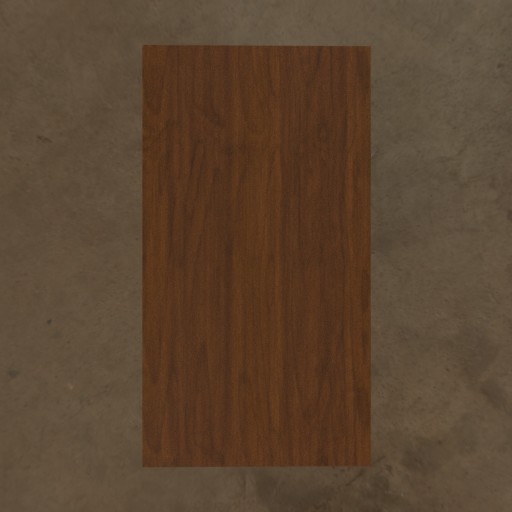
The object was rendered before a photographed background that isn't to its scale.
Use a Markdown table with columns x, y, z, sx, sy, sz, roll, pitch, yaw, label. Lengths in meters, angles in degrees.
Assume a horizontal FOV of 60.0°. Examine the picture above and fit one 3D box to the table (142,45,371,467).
| x | y | z | sx | sy | sz | roll | pitch | yaw | label |
| --- | --- | --- | --- | --- | --- | --- | --- | --- | --- |
| 0.000 | 0.000 | 1.318 | 0.574 | 0.414 | 1.057 | 0 | 90 | -1 | table |
